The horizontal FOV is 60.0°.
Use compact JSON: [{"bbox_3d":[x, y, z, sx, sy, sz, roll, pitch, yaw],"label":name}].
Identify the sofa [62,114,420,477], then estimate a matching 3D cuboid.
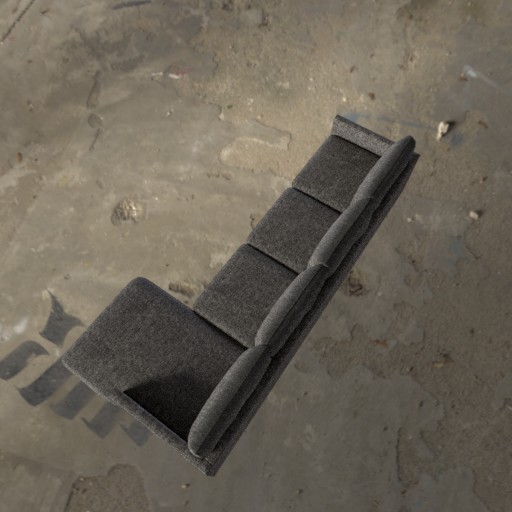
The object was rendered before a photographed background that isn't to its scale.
[{"bbox_3d":[0.000,0.000,3.999,1.488,0.970,3.384,32,67,15],"label":"sofa"}]
